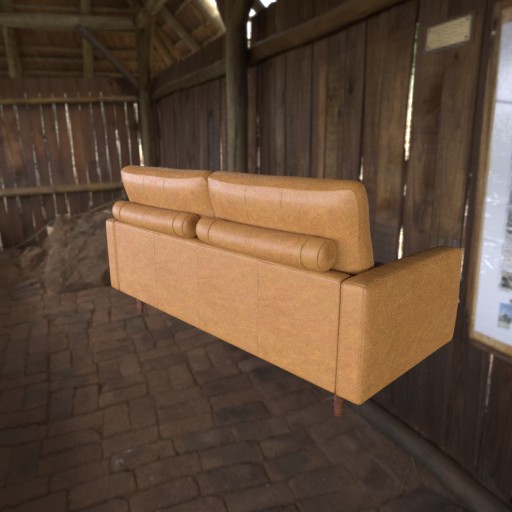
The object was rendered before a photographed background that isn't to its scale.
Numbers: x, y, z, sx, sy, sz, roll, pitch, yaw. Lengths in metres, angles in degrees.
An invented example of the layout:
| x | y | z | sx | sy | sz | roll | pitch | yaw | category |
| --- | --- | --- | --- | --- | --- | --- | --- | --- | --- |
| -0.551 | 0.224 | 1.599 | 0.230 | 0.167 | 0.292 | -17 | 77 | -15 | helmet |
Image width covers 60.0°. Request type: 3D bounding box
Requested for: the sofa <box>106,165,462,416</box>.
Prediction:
| x | y | z | sx | sy | sz | roll | pitch | yaw | category |
| --- | --- | --- | --- | --- | --- | --- | --- | --- | --- |
| 0.000 | 0.000 | 2.312 | 0.850 | 0.898 | 1.821 | -14 | 20 | -42 | sofa |
